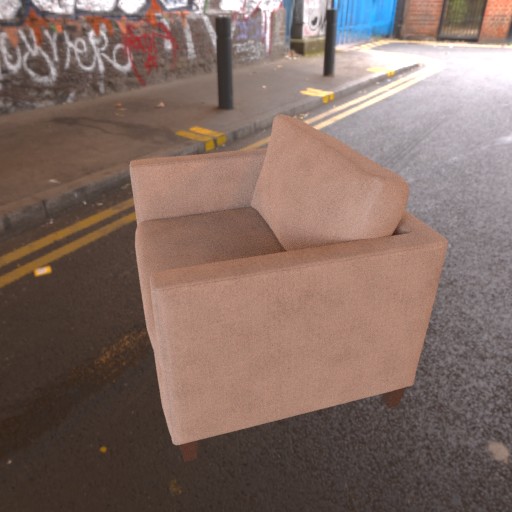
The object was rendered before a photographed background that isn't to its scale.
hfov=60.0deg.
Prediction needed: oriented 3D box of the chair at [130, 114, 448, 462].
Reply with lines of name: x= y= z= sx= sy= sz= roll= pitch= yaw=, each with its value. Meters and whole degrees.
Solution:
chair: x=0.000 y=0.000 z=1.854 sx=0.959 sy=0.961 sz=1.133 roll=-9 pitch=31 yaw=-15
